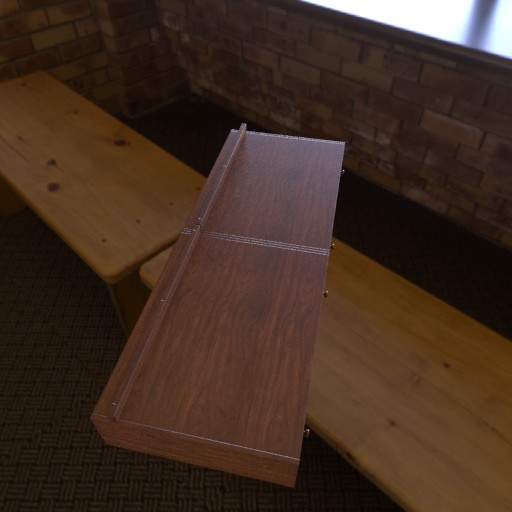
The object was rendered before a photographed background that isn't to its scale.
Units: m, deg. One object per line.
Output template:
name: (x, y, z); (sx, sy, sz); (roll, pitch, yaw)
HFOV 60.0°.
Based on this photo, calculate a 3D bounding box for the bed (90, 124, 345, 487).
bed: (0.000, 0.000, 2.327); (0.787, 0.326, 2.057); (9, 47, 8)
